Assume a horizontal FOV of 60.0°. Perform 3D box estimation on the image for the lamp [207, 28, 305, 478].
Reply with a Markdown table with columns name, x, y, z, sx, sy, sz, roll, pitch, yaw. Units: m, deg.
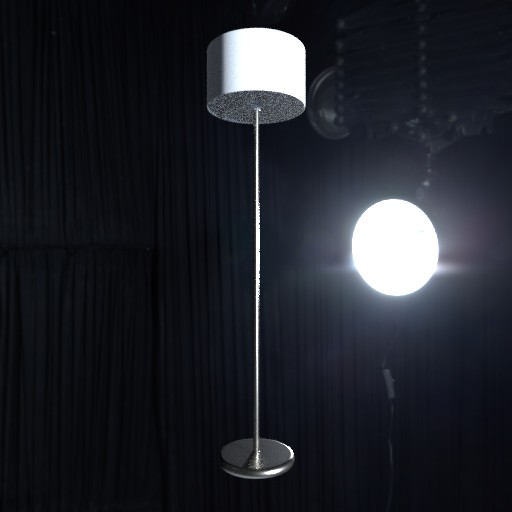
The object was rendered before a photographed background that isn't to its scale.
| name | x | y | z | sx | sy | sz | roll | pitch | yaw |
| --- | --- | --- | --- | --- | --- | --- | --- | --- | --- |
| lamp | 0.000 | 0.000 | 1.571 | 0.347 | 1.443 | 0.347 | 0 | -1 | -17 |
